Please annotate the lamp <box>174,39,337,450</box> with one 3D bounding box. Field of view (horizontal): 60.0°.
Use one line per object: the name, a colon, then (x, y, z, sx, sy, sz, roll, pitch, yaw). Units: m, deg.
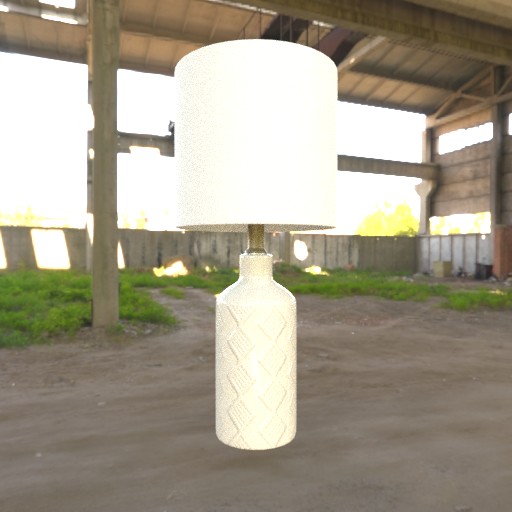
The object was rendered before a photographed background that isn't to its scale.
lamp: (0.000, 0.000, 0.574, 0.207, 0.461, 0.207, 0, 1, 35)
